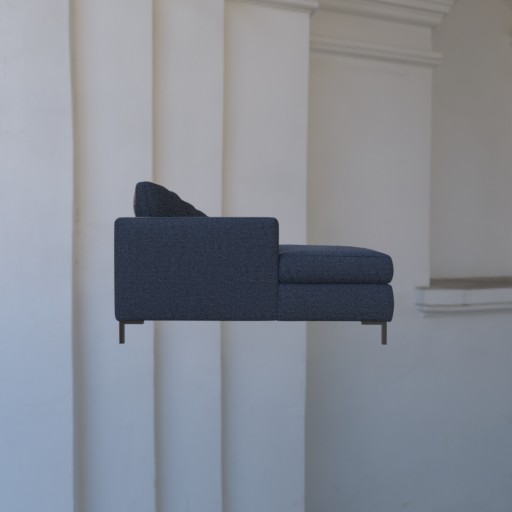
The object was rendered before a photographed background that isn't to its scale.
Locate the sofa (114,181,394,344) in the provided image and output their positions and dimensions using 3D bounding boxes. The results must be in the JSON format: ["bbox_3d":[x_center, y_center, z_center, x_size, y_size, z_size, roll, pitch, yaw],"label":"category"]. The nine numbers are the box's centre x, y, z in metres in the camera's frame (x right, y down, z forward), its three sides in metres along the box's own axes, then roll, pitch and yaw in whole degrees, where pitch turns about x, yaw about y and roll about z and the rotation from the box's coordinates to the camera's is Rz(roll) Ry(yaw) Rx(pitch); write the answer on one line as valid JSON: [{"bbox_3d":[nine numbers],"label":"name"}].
[{"bbox_3d":[0.000,0.000,2.957,1.125,0.673,2.445,0,1,0],"label":"sofa"}]
